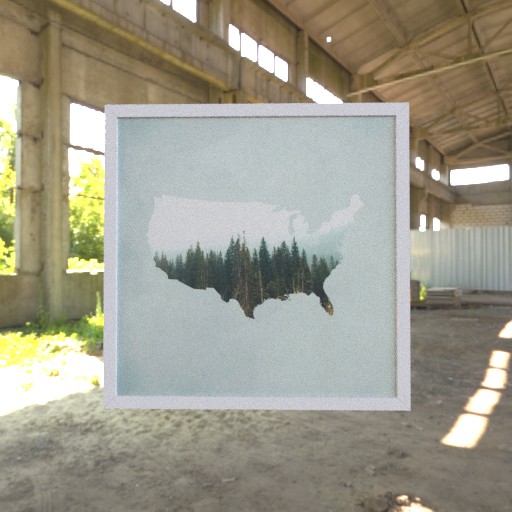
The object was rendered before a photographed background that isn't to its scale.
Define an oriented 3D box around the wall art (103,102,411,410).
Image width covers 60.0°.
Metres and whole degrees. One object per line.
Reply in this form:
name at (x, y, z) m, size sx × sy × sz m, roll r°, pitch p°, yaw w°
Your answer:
wall art at (0.000, 0.000, 0.453) m, size 0.304 × 0.304 × 0.024 m, roll 0°, pitch -1°, yaw 1°
